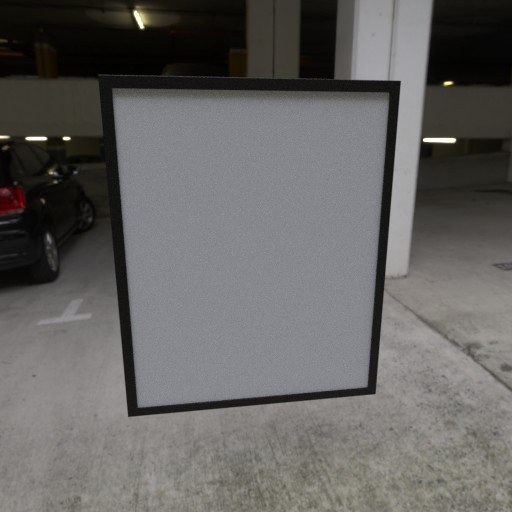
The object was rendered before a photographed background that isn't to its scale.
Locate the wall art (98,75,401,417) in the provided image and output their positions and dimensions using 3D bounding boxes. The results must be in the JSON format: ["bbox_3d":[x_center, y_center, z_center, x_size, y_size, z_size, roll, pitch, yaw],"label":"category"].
[{"bbox_3d":[0.000,0.000,0.531,0.325,0.397,0.018,-2,15,-9],"label":"wall art"}]
